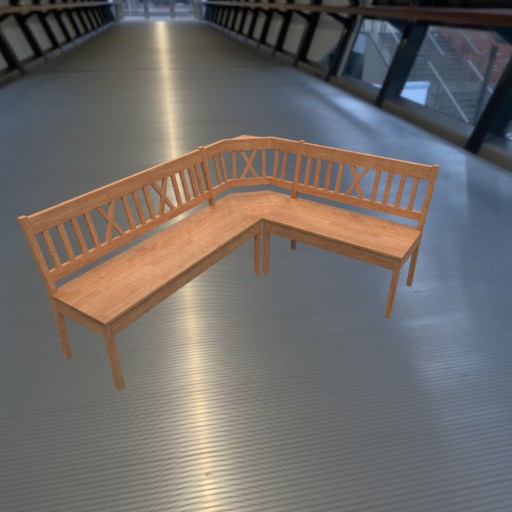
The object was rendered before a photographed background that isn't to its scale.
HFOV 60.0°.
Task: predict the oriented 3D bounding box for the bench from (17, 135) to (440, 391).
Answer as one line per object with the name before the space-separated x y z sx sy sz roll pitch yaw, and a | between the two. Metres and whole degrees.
bench | 0.000 0.000 2.738 1.537 0.902 1.937 19 36 28
